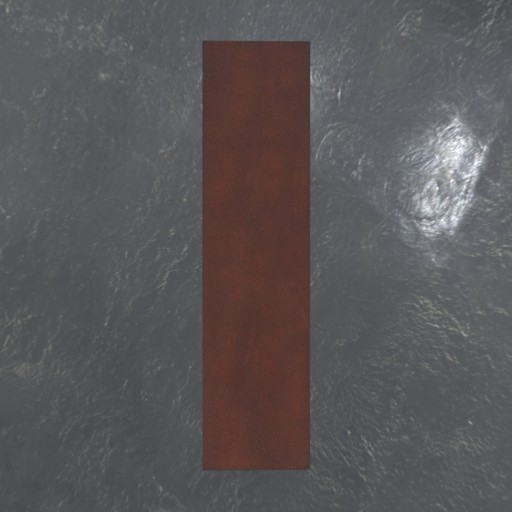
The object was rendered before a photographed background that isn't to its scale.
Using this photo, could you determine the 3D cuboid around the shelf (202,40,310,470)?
[{"bbox_3d":[0.000,0.000,0.670,0.152,0.088,0.607,0,90,-1],"label":"shelf"}]
